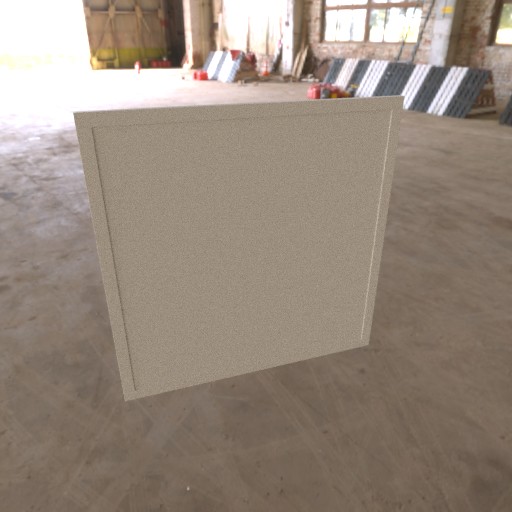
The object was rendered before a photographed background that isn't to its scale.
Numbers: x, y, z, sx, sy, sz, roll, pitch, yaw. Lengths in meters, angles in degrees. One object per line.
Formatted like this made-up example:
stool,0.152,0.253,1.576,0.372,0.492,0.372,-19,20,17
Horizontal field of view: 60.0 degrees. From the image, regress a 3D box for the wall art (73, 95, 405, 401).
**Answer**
wall art,0.000,0.000,1.002,0.660,0.660,0.015,-9,28,-17
